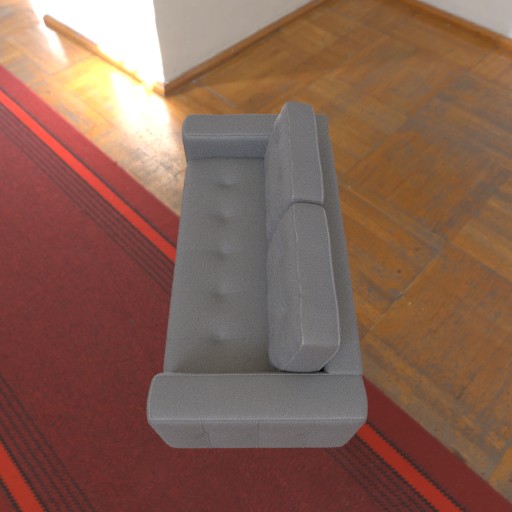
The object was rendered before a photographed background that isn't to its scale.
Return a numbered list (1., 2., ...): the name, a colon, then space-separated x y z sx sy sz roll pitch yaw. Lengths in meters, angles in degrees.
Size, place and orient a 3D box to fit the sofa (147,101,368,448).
1. sofa: 0.000 0.000 2.230 0.833 0.892 1.726 0 57 0
